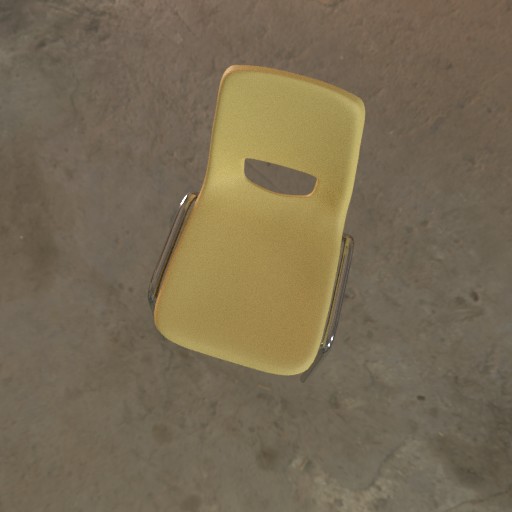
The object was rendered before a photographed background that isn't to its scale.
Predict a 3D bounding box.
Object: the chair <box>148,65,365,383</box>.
[{"bbox_3d":[0.000,0.000,0.799,0.354,0.536,0.385,16,77,4],"label":"chair"}]
